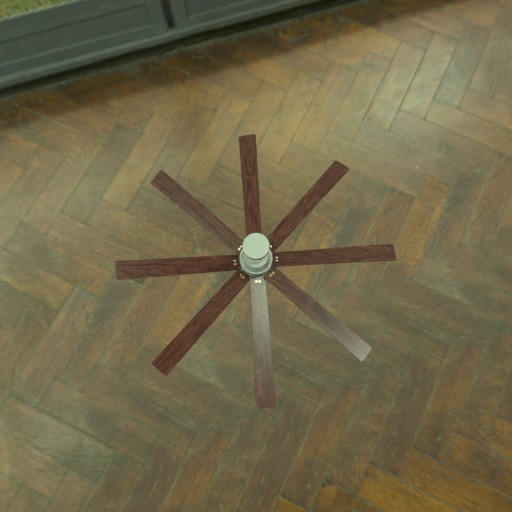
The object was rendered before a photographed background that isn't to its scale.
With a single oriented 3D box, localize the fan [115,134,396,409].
[{"bbox_3d":[0.000,0.000,2.769,1.830,0.472,1.830,40,79,9],"label":"fan"}]
